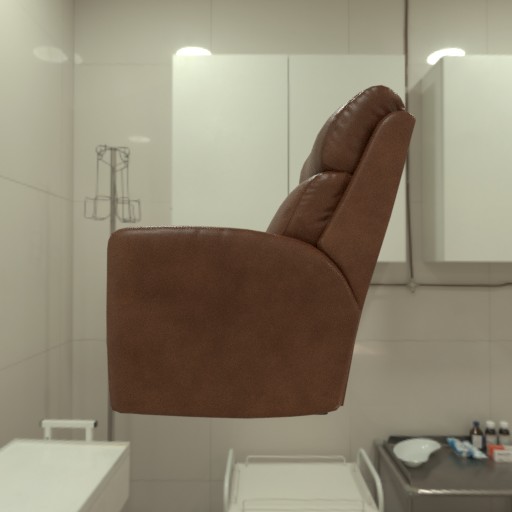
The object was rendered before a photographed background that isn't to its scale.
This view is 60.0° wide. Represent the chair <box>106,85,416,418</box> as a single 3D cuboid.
[{"bbox_3d":[0.000,0.000,1.631,0.939,1.016,0.787,0,-1,0],"label":"chair"}]
